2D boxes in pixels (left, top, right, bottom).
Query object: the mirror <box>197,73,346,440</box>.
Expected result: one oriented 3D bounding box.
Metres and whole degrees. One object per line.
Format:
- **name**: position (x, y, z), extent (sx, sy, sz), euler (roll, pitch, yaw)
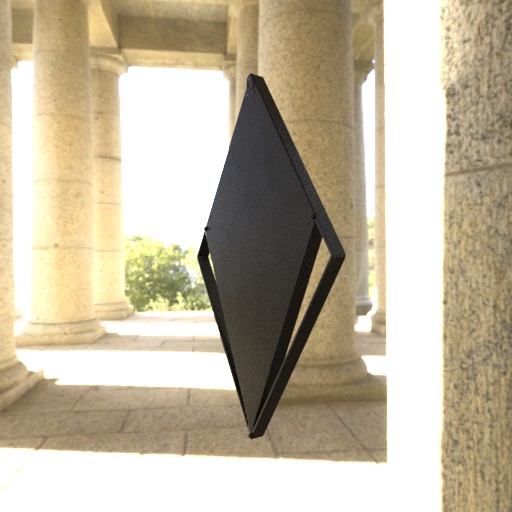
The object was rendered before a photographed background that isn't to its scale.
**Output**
- **mirror**: position (0.000, 0.000, 0.828), extent (0.032, 0.679, 0.419), euler (0, -1, -36)
